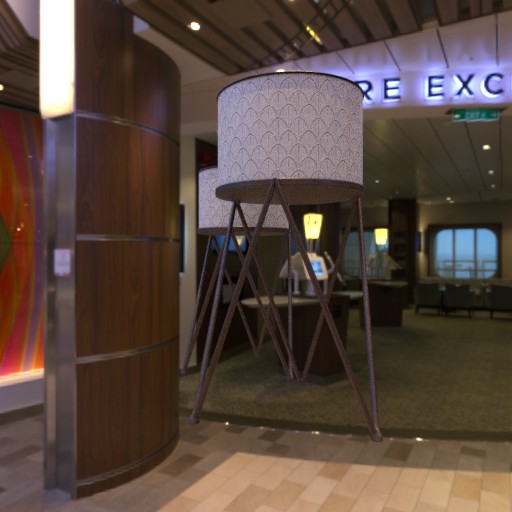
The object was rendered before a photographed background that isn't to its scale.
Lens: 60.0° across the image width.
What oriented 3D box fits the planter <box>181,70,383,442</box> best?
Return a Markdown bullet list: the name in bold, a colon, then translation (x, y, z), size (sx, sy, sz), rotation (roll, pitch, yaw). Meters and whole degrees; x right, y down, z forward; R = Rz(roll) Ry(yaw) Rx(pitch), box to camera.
- **planter**: translation (0.000, 0.000, 1.180), size (0.413, 0.712, 0.769), rotation (0, 0, -17)
